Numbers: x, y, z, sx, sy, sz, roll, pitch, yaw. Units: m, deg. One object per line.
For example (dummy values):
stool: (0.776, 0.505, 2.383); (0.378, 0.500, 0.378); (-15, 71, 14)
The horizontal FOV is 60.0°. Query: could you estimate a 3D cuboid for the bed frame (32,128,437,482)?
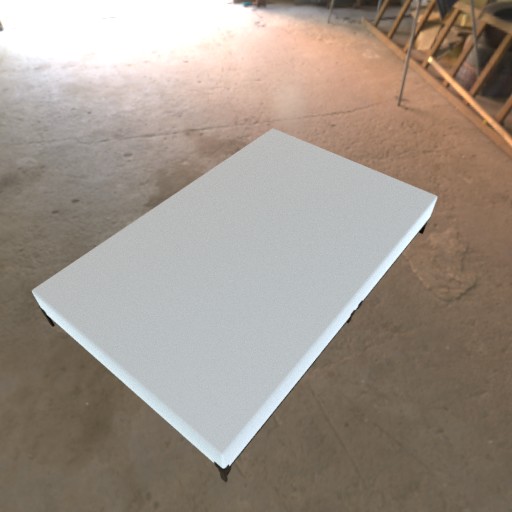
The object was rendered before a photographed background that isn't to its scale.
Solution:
bed frame: (0.000, 0.000, 3.844); (1.930, 0.440, 2.987); (30, 53, 26)
